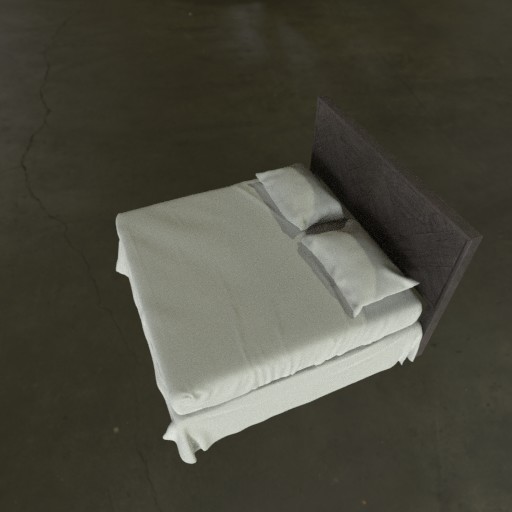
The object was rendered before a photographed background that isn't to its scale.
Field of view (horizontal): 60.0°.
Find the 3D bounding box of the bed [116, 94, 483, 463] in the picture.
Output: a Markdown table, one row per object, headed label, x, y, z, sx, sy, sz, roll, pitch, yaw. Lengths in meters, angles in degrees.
| label | x | y | z | sx | sy | sz | roll | pitch | yaw |
| --- | --- | --- | --- | --- | --- | --- | --- | --- | --- |
| bed | 0.000 | 0.000 | 2.906 | 1.785 | 1.142 | 1.772 | -17 | 49 | -15 |
